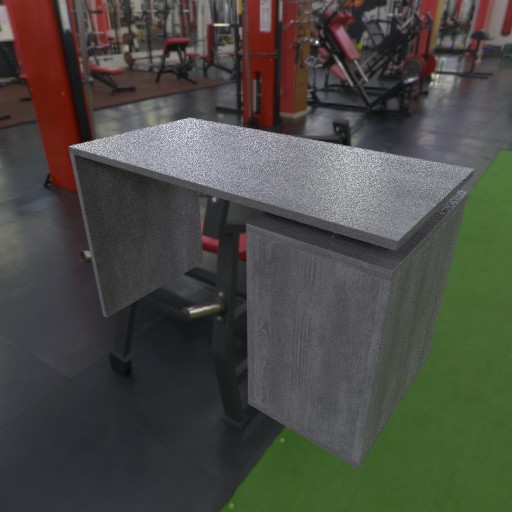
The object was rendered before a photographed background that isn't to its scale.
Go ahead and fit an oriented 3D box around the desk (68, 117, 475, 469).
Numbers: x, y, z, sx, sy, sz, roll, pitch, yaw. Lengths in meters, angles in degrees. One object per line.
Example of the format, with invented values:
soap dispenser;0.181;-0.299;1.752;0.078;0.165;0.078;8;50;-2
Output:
desk;0.000;0.000;1.625;1.200;0.740;0.600;20;35;32
